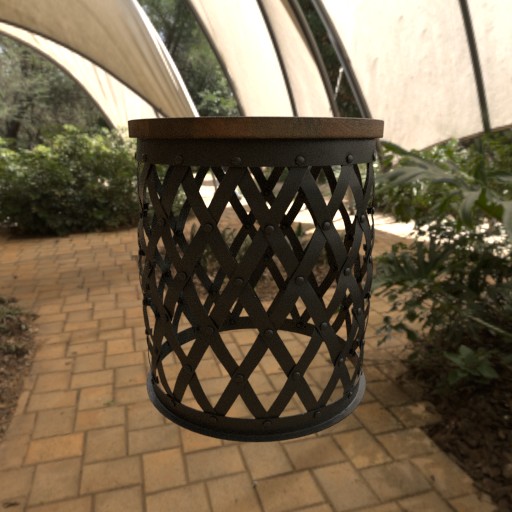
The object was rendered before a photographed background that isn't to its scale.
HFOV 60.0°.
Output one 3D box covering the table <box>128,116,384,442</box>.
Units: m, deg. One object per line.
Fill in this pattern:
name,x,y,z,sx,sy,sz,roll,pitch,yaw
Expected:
table,0.000,0.000,0.783,0.405,0.454,0.405,0,15,0
